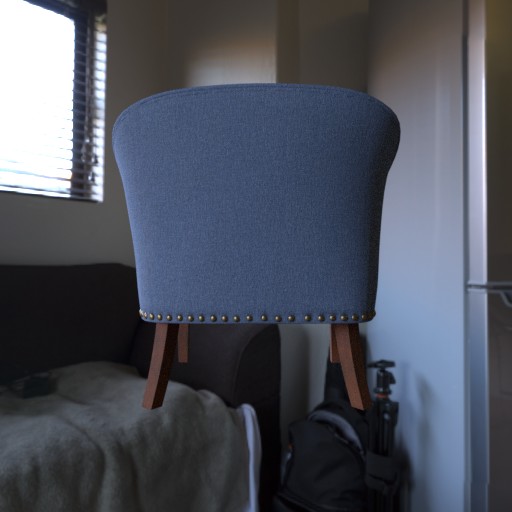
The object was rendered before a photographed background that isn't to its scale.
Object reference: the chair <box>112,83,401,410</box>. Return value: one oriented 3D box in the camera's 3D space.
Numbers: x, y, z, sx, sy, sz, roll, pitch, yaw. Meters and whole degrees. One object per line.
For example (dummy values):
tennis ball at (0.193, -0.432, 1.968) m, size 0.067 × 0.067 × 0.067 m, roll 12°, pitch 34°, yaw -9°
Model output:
chair at (0.000, 0.000, 1.388) m, size 0.798 × 0.815 × 0.704 m, roll 0°, pitch 0°, yaw 1°
